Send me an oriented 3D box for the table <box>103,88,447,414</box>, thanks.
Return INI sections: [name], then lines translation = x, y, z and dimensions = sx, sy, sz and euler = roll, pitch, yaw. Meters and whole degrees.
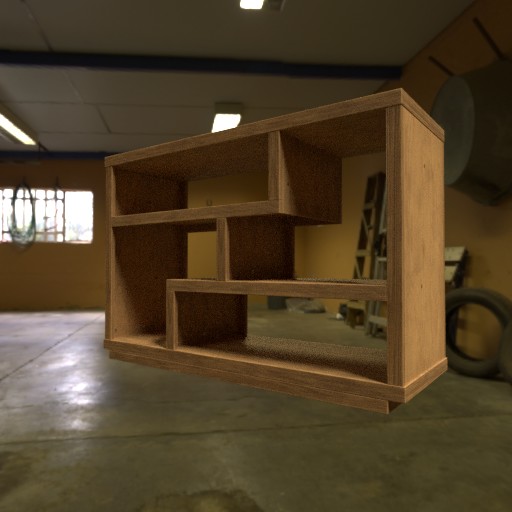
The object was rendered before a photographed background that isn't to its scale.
[table]
translation = 0.000, 0.000, 1.536
dimensions = 1.151, 0.771, 0.410
euler = -1, -1, 36
